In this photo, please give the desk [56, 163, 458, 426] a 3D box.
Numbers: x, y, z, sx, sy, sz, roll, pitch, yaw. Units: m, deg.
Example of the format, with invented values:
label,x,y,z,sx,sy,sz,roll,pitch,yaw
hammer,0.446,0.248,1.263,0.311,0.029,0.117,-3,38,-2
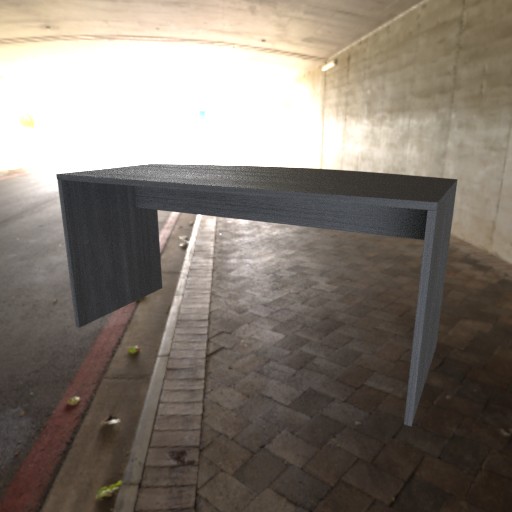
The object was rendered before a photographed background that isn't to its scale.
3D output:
label,x,y,z,sx,sy,sz,roll,pitch,yaw
desk,0.000,0.000,2.065,1.600,0.750,0.802,9,19,27
